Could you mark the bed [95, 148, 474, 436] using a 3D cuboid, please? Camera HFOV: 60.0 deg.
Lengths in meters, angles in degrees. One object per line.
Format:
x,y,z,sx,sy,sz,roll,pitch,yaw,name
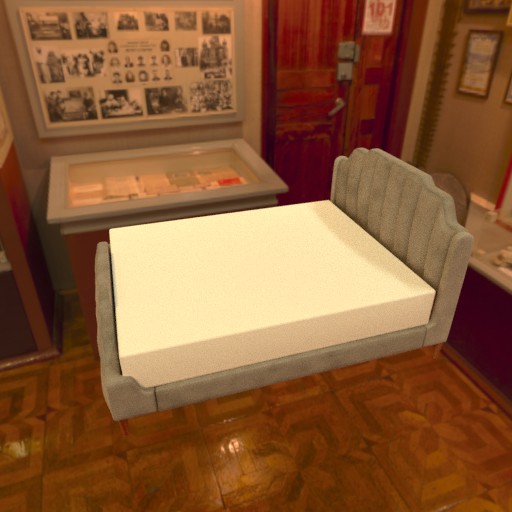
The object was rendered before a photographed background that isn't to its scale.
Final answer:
0.000,0.000,3.326,2.340,1.245,1.676,-9,31,-15,bed
